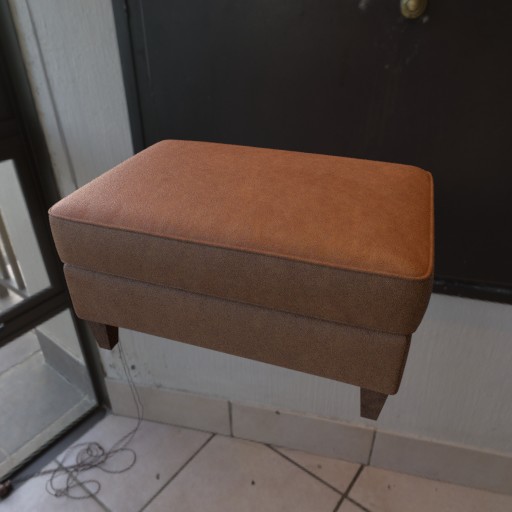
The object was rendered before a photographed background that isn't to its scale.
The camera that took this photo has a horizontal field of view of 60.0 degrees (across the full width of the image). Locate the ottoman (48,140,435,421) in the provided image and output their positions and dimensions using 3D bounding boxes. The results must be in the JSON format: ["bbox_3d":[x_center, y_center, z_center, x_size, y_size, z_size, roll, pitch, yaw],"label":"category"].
[{"bbox_3d":[0.000,0.000,1.209,0.864,0.483,0.584,10,34,16],"label":"ottoman"}]
